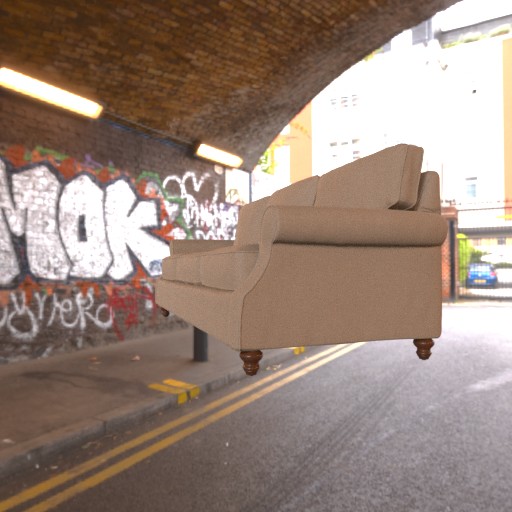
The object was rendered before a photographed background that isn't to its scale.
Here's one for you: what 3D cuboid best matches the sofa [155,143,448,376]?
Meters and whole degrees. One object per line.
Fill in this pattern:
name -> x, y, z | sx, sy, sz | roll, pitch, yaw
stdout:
sofa -> 0.000, 0.000, 2.774 | 0.966, 0.948, 2.354 | 0, -1, -20
